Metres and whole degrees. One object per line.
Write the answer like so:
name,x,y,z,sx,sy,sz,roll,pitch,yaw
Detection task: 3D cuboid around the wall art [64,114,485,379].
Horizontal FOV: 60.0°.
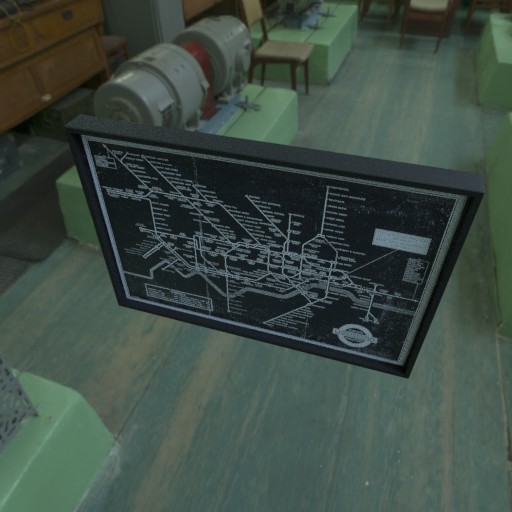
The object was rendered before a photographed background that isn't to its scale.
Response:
wall art,0.000,0.000,0.849,0.671,0.456,0.051,12,43,13
